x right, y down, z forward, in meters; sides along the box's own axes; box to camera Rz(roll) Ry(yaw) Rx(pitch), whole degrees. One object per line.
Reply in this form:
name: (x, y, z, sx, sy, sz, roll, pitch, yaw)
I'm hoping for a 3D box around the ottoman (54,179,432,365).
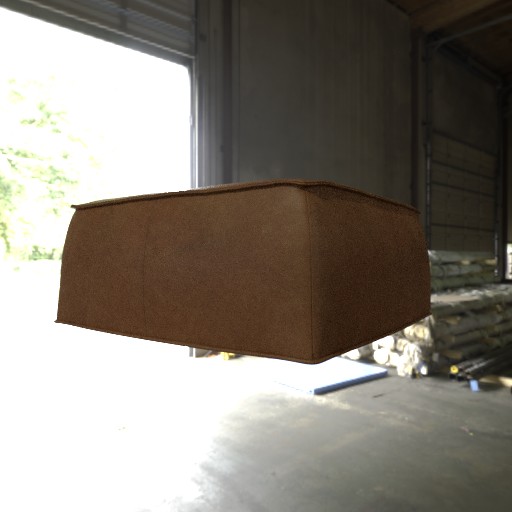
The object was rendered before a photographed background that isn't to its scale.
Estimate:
ottoman: (0.000, 0.000, 1.395, 0.902, 0.395, 0.901, 0, 0, 35)
